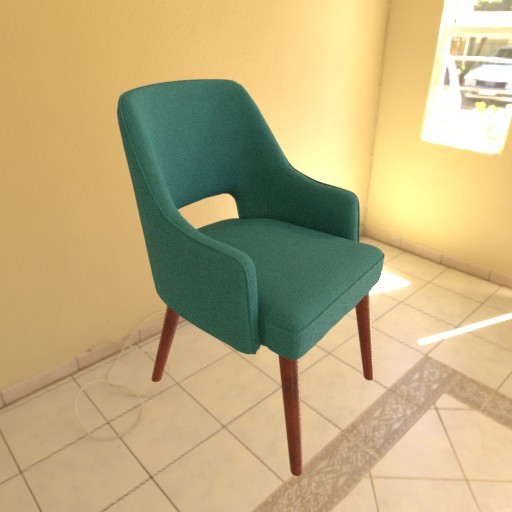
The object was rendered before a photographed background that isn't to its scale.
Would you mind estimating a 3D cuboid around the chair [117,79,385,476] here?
[{"bbox_3d":[0.000,0.000,1.205,0.605,0.849,0.548,20,33,33],"label":"chair"}]
